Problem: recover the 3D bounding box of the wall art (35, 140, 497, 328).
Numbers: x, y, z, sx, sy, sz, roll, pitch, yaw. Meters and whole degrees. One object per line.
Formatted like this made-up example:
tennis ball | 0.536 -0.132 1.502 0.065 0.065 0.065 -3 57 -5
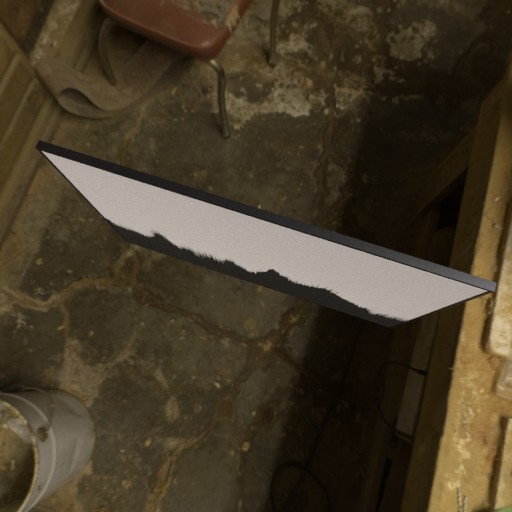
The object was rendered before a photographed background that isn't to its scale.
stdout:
wall art | 0.000 0.000 1.198 0.957 0.660 0.019 18 75 5
